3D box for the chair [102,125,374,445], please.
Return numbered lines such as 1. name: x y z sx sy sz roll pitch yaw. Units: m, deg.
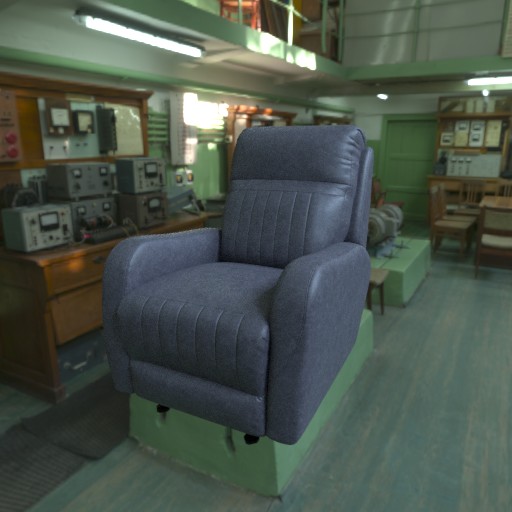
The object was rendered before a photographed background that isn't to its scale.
1. chair: 0.000 0.000 1.858 0.865 1.067 1.067 8 17 27
